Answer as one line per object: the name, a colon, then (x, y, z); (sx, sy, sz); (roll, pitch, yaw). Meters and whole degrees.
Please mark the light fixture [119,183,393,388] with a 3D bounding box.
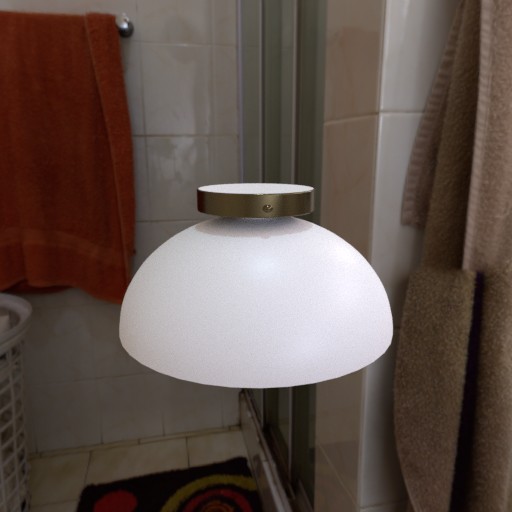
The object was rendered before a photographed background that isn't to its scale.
light fixture: (0.000, 0.000, 0.580); (0.355, 0.177, 0.355); (0, 14, 0)
